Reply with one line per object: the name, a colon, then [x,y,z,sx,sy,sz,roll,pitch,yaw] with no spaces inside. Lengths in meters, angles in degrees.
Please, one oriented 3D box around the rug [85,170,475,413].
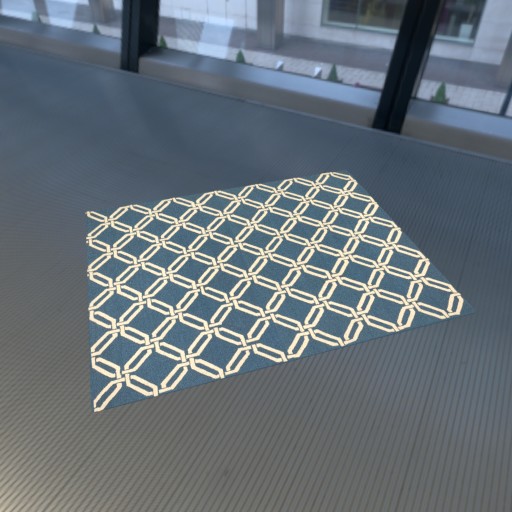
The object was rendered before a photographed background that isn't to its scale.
rug: [0.000,0.000,3.919,2.867,0.020,2.277,-11,42,-13]
